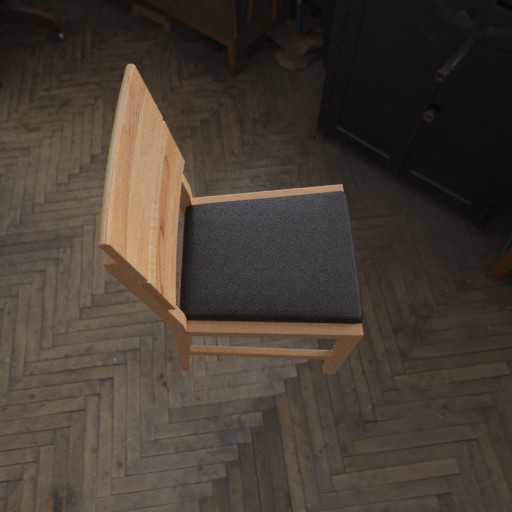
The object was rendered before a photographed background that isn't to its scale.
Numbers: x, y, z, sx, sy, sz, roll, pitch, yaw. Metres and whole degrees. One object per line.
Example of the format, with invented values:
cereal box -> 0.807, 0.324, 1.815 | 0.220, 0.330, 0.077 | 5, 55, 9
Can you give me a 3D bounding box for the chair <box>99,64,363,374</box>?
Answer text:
chair -> 0.000, 0.000, 1.246 | 0.560, 0.950, 0.475 | -1, 63, -1
